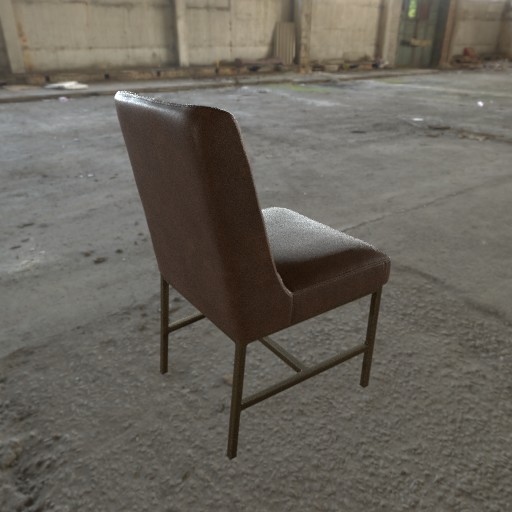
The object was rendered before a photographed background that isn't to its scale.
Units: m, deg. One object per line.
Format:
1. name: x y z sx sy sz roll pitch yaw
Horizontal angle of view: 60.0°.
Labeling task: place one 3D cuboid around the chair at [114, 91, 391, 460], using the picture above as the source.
1. chair: 0.000 0.000 1.254 0.587 0.889 0.508 -18 31 -32
